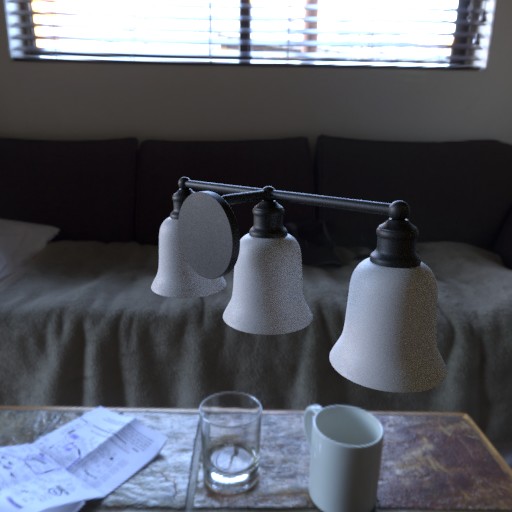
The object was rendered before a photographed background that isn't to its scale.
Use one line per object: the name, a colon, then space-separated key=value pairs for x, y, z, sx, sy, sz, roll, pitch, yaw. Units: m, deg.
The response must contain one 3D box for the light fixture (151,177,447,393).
light fixture: x=0.000 y=0.000 z=0.673 sx=0.198 sy=0.211 sz=0.570 roll=-15 pitch=21 yaw=-43
